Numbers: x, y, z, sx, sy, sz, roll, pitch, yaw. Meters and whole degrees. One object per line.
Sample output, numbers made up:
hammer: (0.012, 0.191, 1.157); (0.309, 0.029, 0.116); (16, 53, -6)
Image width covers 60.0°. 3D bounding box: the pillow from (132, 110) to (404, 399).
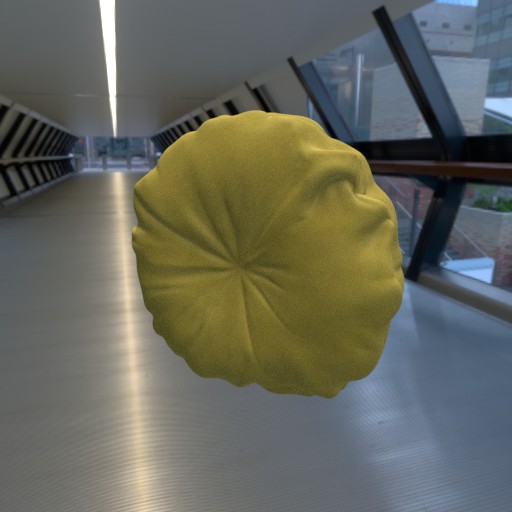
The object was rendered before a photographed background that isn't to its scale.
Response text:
pillow: (0.000, 0.000, 0.653); (0.428, 0.407, 0.148); (7, 15, 26)
